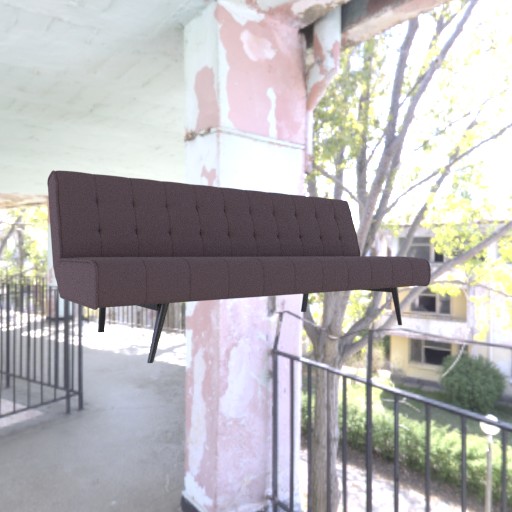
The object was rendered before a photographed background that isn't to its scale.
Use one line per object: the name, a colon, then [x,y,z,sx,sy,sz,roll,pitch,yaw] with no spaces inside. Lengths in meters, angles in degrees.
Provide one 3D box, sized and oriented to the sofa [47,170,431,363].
sofa: [0.000,0.000,2.102,1.703,0.699,0.747,0,0,-36]
